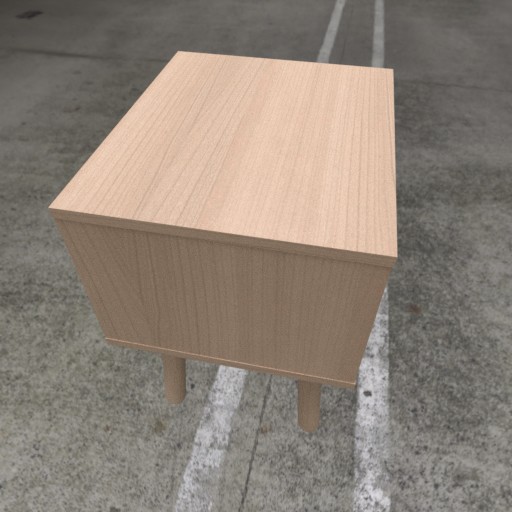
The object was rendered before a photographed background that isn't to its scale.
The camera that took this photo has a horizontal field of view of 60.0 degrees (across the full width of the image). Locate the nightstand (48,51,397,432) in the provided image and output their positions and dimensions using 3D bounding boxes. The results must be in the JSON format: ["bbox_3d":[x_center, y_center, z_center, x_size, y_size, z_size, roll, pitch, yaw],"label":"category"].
[{"bbox_3d":[0.000,0.000,0.811,0.380,0.530,0.450,8,46,8],"label":"nightstand"}]
